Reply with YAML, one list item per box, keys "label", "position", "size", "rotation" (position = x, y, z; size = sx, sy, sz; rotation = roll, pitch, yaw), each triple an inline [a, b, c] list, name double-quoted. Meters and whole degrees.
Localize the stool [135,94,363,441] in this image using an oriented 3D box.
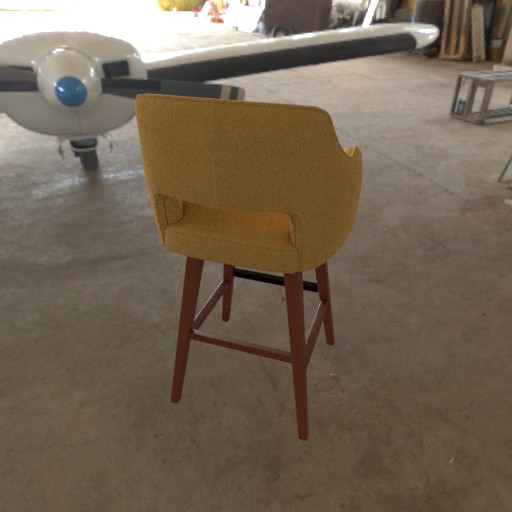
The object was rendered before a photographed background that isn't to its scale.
- label: "stool"
  position: [0.000, 0.000, 1.341]
  size: [0.548, 1.012, 0.558]
  rotation: [10, 33, 16]
